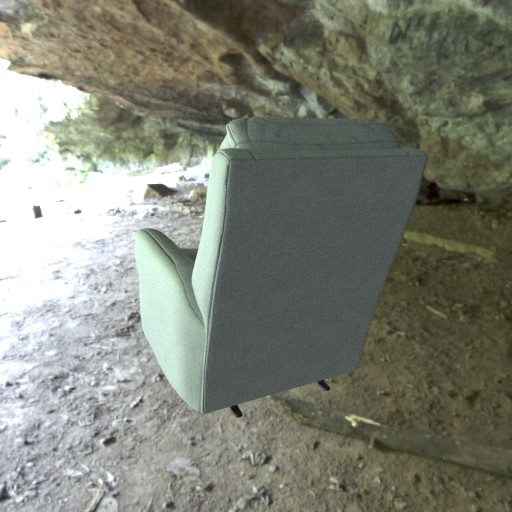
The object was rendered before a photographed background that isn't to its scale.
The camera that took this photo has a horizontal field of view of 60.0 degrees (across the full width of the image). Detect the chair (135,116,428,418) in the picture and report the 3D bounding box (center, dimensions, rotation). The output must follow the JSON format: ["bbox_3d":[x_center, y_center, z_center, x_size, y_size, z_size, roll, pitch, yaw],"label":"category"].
[{"bbox_3d":[0.000,0.000,1.787,0.829,1.030,1.080,-7,16,-26],"label":"chair"}]
